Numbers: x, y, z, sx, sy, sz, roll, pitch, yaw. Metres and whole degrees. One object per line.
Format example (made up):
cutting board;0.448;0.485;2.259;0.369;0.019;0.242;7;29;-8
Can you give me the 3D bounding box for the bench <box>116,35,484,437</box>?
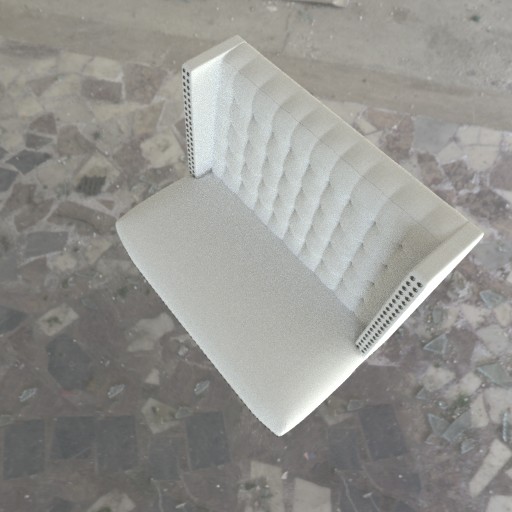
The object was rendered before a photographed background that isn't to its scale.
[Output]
bench;0.000;0.000;1.985;0.847;1.123;1.280;-37;68;-17
